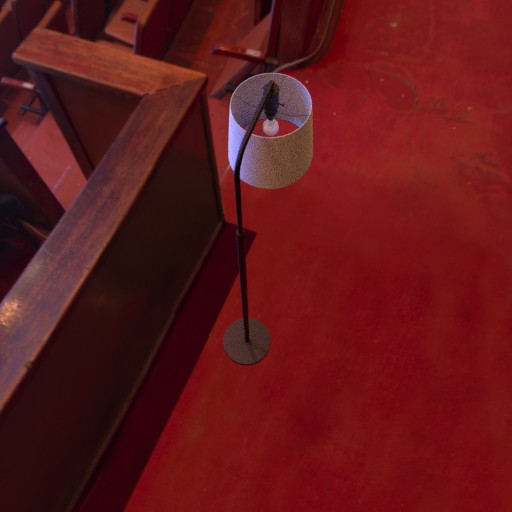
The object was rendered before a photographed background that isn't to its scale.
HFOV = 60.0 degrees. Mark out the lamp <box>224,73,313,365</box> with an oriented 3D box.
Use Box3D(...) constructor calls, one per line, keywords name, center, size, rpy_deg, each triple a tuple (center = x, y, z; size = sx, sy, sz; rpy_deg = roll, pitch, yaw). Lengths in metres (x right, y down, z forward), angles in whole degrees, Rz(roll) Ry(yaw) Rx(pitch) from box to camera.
Box3D(name="lamp", center=(0.000, 0.000, 1.697), size=(0.254, 1.478, 0.508), rpy_deg=(18, 64, 9))
